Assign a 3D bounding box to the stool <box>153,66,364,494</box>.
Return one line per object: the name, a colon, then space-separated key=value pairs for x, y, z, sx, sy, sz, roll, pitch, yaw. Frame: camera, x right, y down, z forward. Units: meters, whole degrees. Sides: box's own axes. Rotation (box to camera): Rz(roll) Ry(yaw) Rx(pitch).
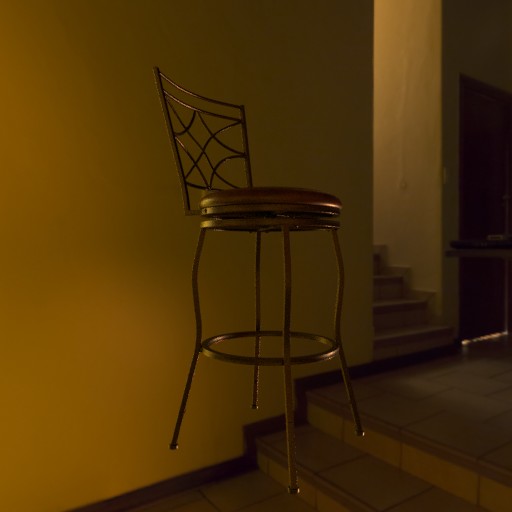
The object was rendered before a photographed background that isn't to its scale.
stool: x=0.000 y=0.000 z=1.363 sx=0.534 sy=1.117 sz=0.434 roll=0 pitch=1 yaw=35
